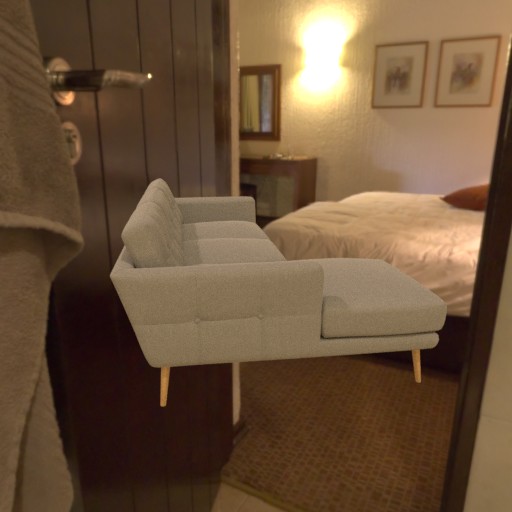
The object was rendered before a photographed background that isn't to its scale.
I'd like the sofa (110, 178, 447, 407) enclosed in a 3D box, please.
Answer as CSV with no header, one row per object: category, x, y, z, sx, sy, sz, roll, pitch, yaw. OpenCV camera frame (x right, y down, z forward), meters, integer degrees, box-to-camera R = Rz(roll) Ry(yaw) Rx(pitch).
sofa,0.000,0.000,2.924,1.530,0.860,2.040,-3,16,-9
